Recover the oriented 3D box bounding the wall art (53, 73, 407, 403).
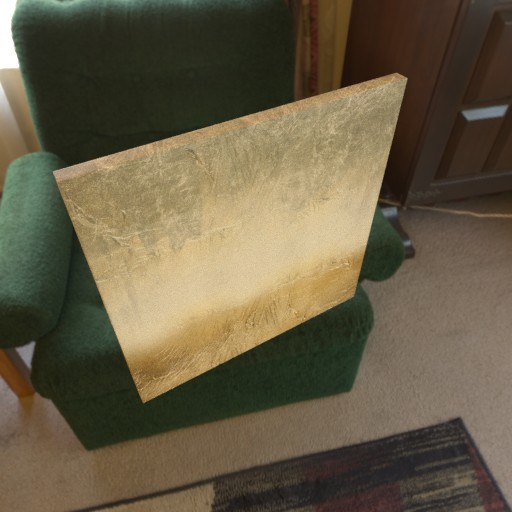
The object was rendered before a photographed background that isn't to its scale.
[{"bbox_3d":[0.000,0.000,1.620,1.092,1.091,0.051,-23,50,-21],"label":"wall art"}]
